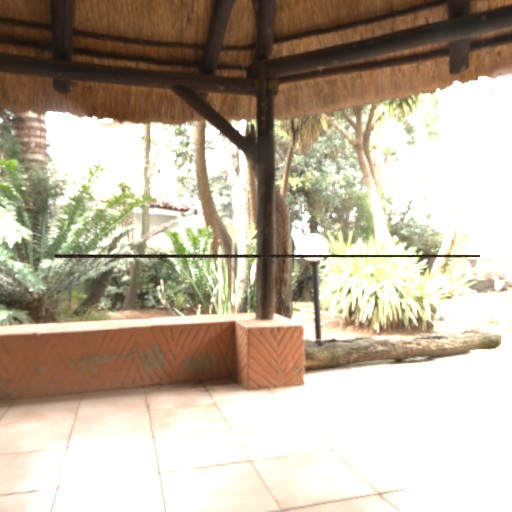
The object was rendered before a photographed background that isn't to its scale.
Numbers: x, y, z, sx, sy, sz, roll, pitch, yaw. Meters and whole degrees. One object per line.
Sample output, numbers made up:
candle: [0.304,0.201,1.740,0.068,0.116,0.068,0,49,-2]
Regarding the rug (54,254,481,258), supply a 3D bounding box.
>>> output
rug: [0.000,0.000,2.970,2.298,0.017,1.501,0,0,-18]
